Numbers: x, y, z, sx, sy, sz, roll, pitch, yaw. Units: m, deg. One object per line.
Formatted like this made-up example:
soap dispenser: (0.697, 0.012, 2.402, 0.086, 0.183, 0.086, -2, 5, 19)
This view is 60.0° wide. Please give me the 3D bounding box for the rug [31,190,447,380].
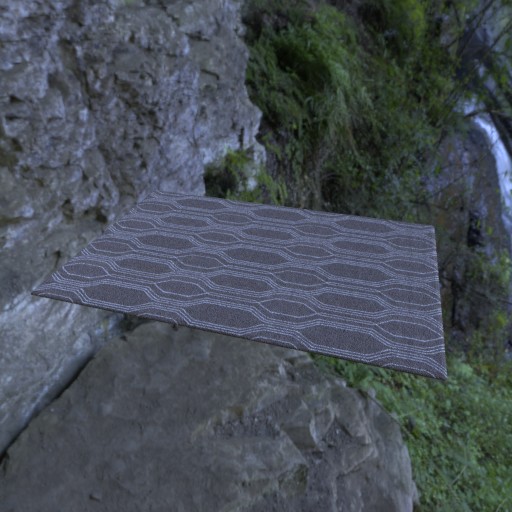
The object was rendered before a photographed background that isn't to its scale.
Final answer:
rug: (0.000, 0.000, 2.350, 1.836, 0.012, 1.239, 9, 33, 14)
